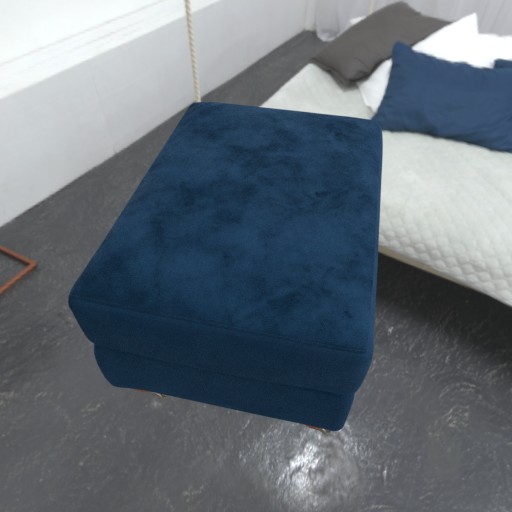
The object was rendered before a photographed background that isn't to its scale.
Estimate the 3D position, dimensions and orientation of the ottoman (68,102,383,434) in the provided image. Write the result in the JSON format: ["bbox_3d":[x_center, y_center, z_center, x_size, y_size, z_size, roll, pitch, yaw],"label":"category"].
[{"bbox_3d":[0.000,0.000,1.154,0.572,0.503,0.773,9,48,8],"label":"ottoman"}]
